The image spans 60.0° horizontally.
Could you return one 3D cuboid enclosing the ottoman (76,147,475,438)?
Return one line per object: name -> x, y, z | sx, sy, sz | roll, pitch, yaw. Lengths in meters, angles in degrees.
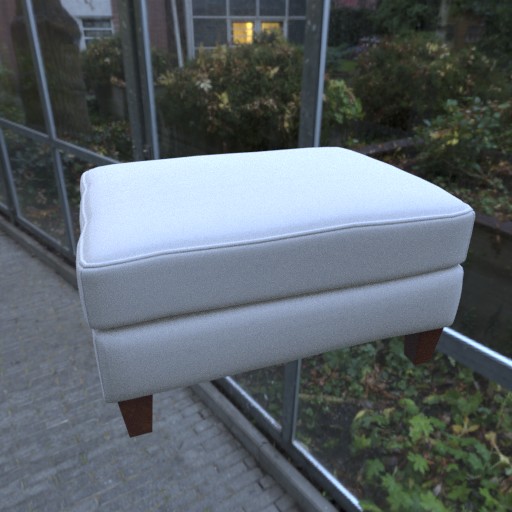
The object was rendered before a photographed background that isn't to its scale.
ottoman -> 0.000, 0.000, 1.153 | 0.818, 0.479, 0.634 | -9, 28, -17
